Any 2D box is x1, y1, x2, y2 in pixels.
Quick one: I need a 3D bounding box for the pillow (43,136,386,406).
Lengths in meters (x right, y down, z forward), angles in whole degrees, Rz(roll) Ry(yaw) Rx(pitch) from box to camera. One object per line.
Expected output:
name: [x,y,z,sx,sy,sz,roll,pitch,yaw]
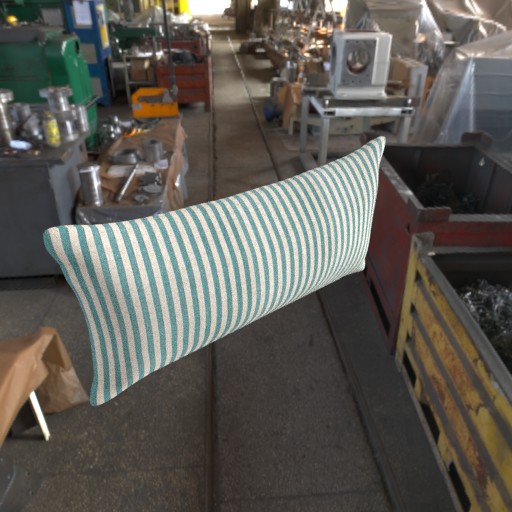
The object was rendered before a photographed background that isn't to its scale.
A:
pillow: [0.000,0.000,0.740,0.617,0.295,0.151,-22,37,-32]
